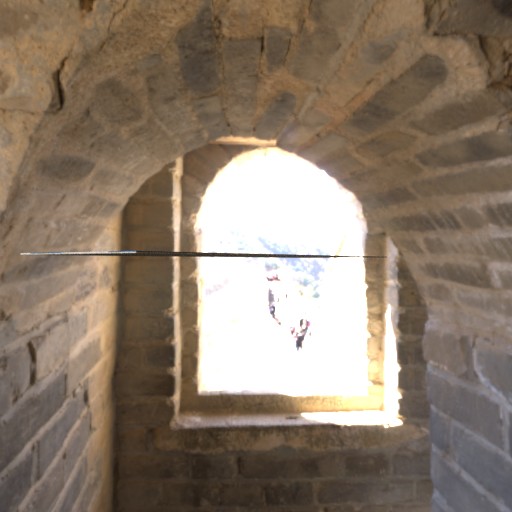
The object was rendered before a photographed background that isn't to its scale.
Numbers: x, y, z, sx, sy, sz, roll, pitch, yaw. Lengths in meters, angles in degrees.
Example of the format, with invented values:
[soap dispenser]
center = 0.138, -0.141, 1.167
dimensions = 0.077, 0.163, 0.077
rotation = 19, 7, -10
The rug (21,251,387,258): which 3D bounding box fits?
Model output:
[rug]
center = 0.000, 0.000, 2.686
dimensions = 0.774, 0.008, 2.437
rotation = 0, -1, 36
